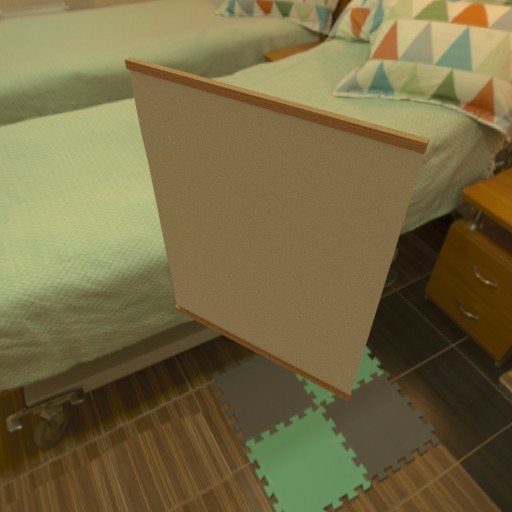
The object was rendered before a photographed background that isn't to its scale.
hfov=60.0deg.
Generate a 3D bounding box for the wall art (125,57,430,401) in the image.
[{"bbox_3d":[0.000,0.000,0.800,0.458,0.605,0.011,23,49,22],"label":"wall art"}]
